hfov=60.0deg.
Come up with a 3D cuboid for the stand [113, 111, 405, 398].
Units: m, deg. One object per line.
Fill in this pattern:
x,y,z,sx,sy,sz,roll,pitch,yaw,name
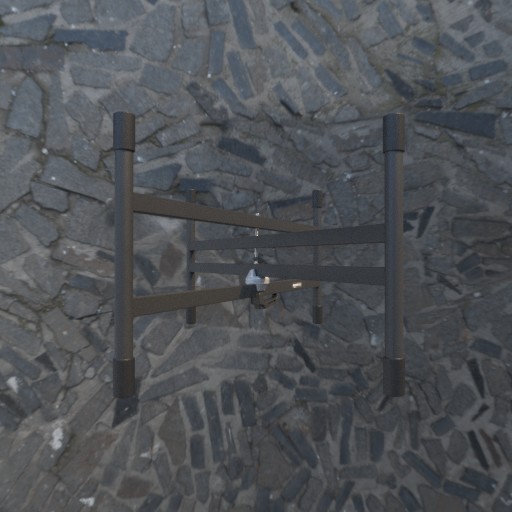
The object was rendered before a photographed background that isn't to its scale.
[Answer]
0.000,0.000,1.195,0.503,0.900,0.495,0,90,-1,stand
